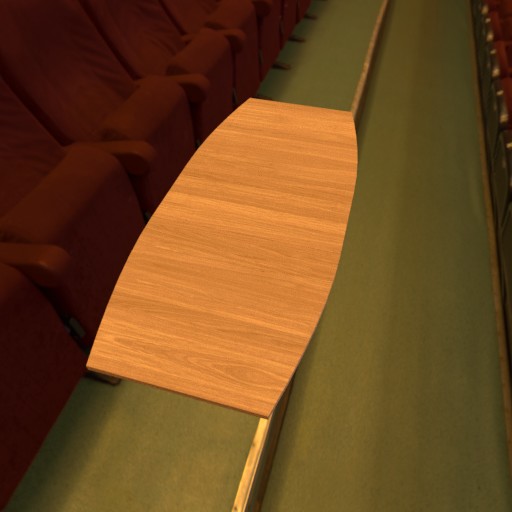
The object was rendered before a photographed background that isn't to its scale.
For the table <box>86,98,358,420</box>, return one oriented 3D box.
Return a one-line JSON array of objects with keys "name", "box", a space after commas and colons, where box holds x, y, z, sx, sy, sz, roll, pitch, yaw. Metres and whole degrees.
[{"name": "table", "box": [0.000, 0.000, 2.444, 0.900, 0.750, 2.032, 12, 48, 11]}]
